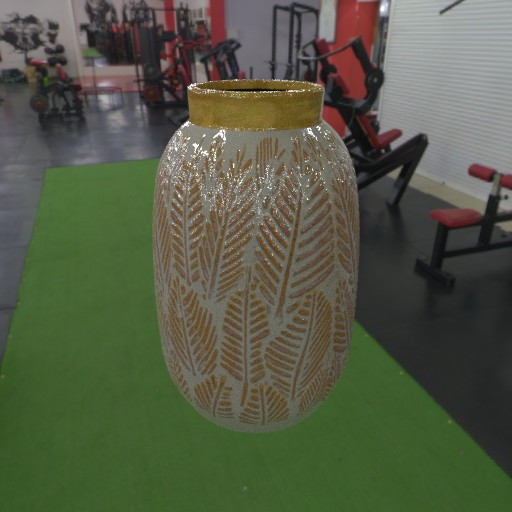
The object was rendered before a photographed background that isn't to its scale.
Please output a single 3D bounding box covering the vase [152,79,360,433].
[{"bbox_3d":[0.000,0.000,0.373,0.172,0.270,0.172,0,26,0],"label":"vase"}]
